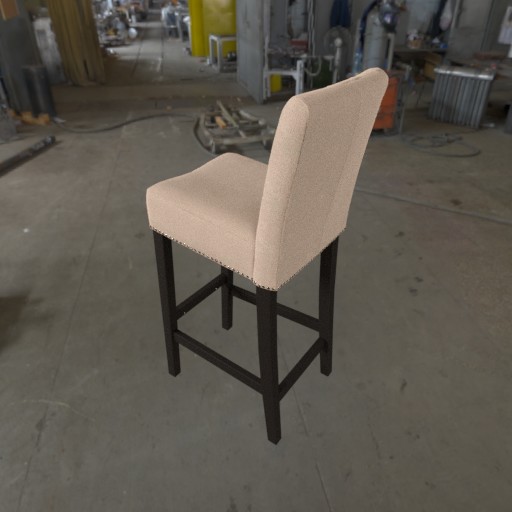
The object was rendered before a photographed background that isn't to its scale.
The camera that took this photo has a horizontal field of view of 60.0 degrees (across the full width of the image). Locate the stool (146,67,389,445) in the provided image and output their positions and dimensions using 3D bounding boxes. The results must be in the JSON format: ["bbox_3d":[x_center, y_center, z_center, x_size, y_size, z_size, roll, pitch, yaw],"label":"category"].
[{"bbox_3d":[0.000,0.000,1.329,0.548,1.047,0.411,20,37,29],"label":"stool"}]
